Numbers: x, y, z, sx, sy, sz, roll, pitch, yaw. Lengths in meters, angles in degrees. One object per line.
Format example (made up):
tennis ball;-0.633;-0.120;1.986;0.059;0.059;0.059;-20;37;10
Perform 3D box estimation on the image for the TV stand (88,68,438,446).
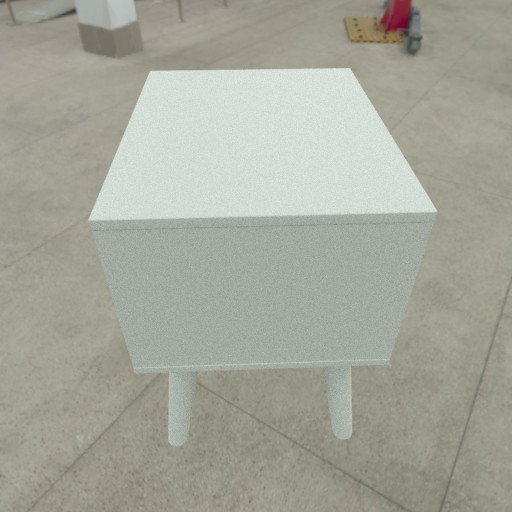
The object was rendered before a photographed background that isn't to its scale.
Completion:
TV stand;0.000;0.000;0.886;0.405;0.559;0.508;-2;41;-2
